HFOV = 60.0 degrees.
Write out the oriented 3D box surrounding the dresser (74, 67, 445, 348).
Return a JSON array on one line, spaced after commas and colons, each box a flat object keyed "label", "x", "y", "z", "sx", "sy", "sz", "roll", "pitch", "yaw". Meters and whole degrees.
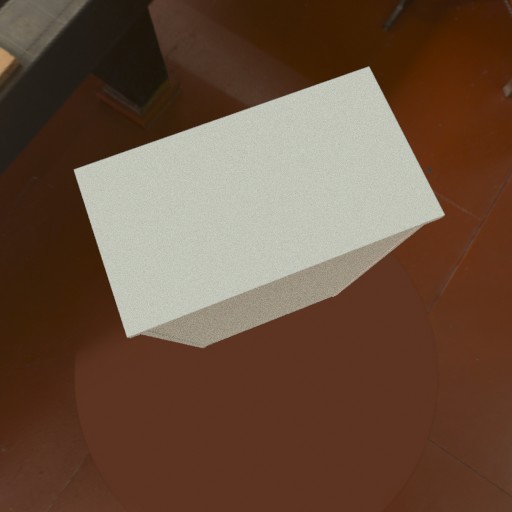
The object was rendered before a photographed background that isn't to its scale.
[{"label": "dresser", "x": 0.000, "y": 0.000, "z": 1.562, "sx": 0.704, "sy": 1.255, "sz": 0.399, "roll": -21, "pitch": 78, "yaw": -5}]
